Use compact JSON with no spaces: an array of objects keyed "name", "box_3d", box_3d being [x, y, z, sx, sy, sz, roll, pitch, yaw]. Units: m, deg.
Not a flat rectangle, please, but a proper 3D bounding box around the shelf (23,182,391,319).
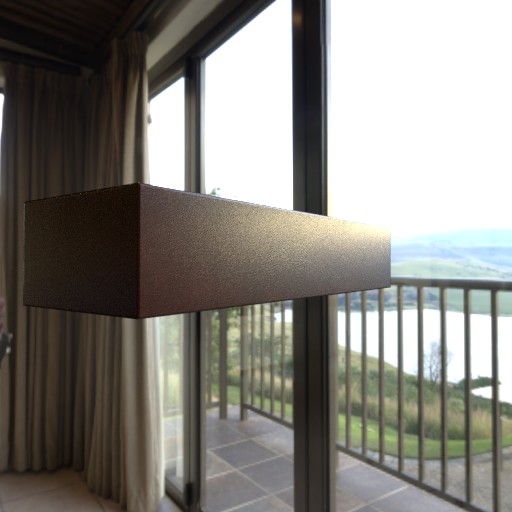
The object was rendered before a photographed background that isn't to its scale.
[{"name":"shelf","box_3d":[0.000,0.000,0.514,0.152,0.088,0.457,-1,-1,37]}]
